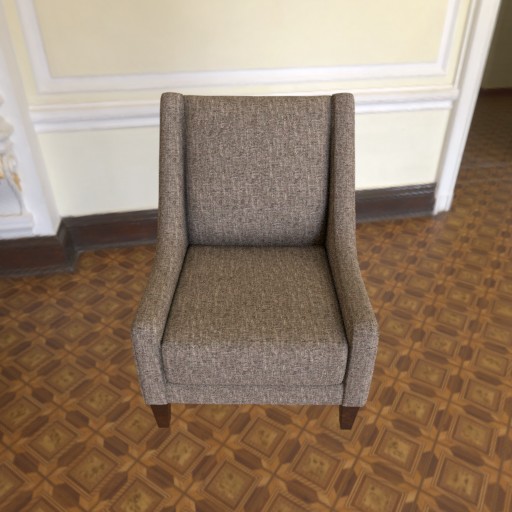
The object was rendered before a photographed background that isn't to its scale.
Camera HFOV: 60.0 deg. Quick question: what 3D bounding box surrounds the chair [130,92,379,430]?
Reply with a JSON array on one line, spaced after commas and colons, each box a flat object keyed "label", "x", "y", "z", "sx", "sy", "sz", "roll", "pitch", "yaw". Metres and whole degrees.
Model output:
[{"label": "chair", "x": 0.000, "y": 0.000, "z": 1.660, "sx": 0.774, "sy": 1.014, "sz": 0.870, "roll": 0, "pitch": 32, "yaw": 1}]
